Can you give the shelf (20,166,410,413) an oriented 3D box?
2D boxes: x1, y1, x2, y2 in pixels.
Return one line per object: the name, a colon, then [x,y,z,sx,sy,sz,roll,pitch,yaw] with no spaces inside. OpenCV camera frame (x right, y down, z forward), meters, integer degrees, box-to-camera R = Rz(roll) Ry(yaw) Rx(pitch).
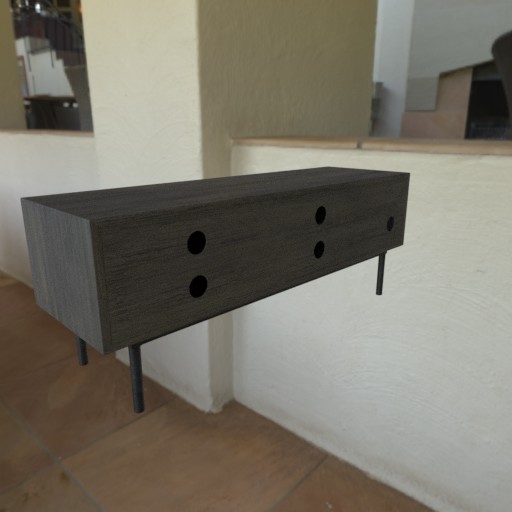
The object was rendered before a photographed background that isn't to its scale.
shelf: [0.000,0.000,1.500,1.300,0.495,0.400,-15,22,-42]
